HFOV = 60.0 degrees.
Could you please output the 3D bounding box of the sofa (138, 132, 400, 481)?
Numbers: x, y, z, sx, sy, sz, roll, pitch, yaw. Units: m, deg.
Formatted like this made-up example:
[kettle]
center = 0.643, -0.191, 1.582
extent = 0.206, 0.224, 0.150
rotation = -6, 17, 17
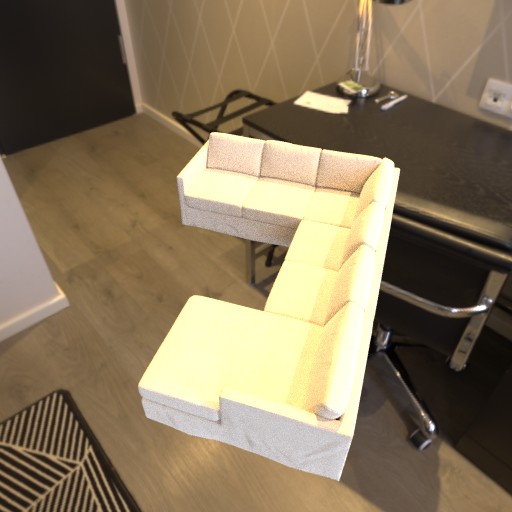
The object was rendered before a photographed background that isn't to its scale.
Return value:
[sofa]
center = 0.000, 0.000, 4.440
extent = 2.427, 0.882, 3.460
rotation = 13, 44, 14
